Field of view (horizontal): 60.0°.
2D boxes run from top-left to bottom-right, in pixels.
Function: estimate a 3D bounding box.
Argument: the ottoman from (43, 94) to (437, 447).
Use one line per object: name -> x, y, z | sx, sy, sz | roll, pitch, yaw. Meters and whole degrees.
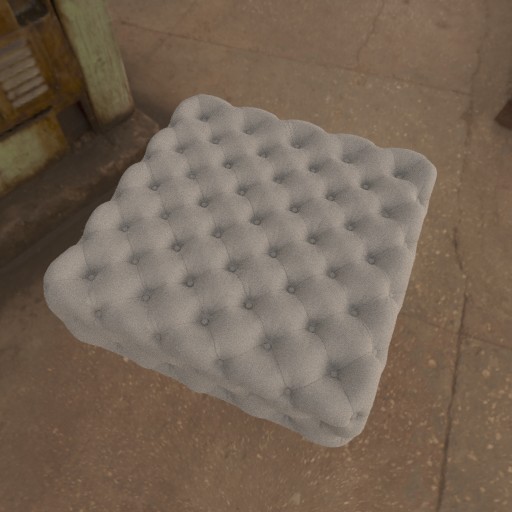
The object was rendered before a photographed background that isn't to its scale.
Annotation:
ottoman -> 0.000, 0.000, 1.419 | 0.911, 0.439, 0.917 | 19, 59, 12
